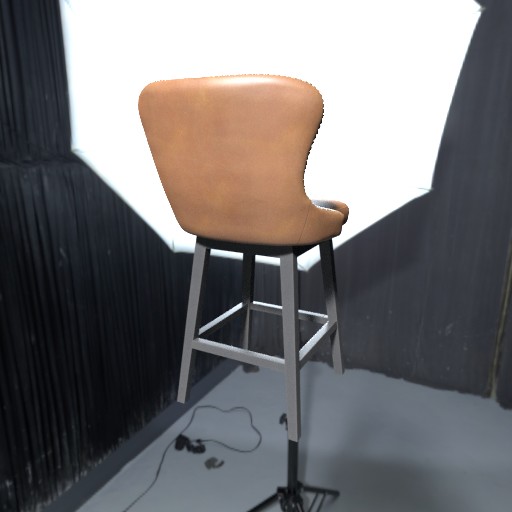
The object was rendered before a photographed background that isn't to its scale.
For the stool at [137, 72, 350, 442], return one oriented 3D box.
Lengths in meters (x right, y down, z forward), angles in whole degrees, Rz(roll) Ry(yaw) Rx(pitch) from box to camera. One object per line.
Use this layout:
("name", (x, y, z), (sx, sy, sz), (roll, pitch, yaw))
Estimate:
("stool", (0.000, 0.000, 1.358), (0.528, 0.971, 0.593), (8, 17, 27))
